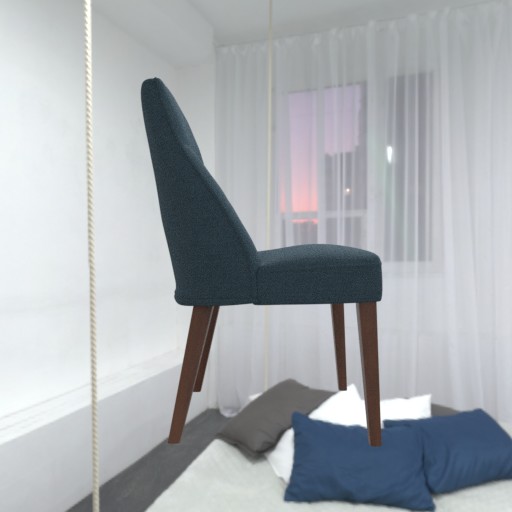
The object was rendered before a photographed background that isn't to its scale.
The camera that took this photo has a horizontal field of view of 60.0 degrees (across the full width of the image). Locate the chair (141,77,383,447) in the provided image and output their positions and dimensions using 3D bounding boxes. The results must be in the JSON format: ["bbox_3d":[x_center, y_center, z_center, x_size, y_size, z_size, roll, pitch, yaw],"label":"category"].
[{"bbox_3d":[0.000,0.000,1.305,0.620,0.930,0.500,0,1,0],"label":"chair"}]
